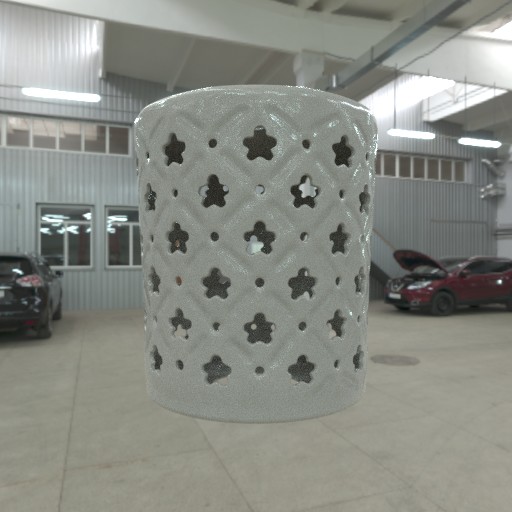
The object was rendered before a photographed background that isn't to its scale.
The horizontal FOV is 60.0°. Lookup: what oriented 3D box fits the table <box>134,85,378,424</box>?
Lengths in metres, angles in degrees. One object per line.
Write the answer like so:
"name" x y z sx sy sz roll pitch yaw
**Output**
"table" 0.000 0.000 0.660 0.352 0.387 0.352 0 0 0
